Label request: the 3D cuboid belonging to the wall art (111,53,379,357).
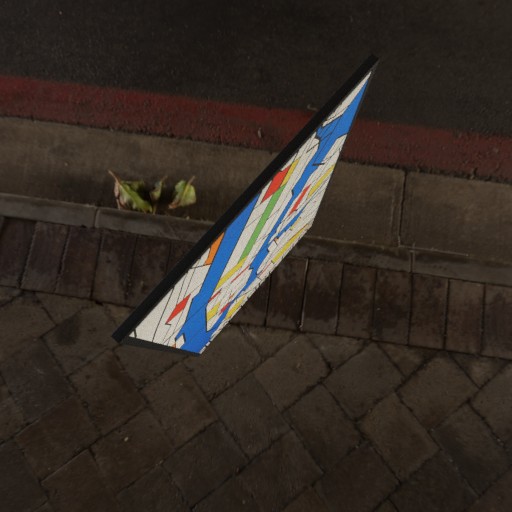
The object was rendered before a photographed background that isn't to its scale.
[{"bbox_3d":[0.000,0.000,0.827,0.013,0.657,0.457,40,79,9],"label":"wall art"}]
